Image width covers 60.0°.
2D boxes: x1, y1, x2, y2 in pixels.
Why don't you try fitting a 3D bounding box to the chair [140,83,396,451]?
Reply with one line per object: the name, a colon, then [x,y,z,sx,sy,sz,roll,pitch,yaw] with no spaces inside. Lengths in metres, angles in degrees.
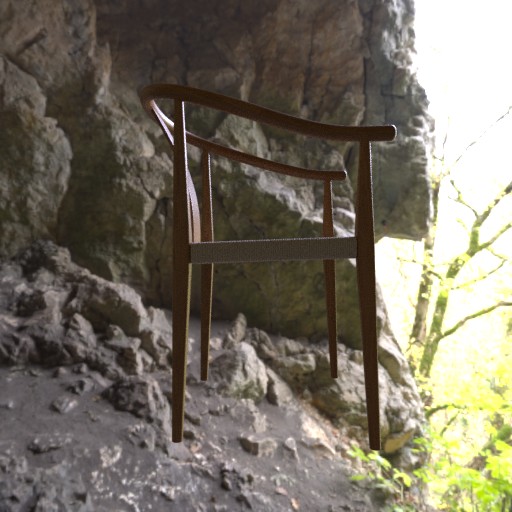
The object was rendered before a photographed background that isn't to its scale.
chair: [0.000,0.000,1.177,0.579,0.800,0.556,0,1,1]
